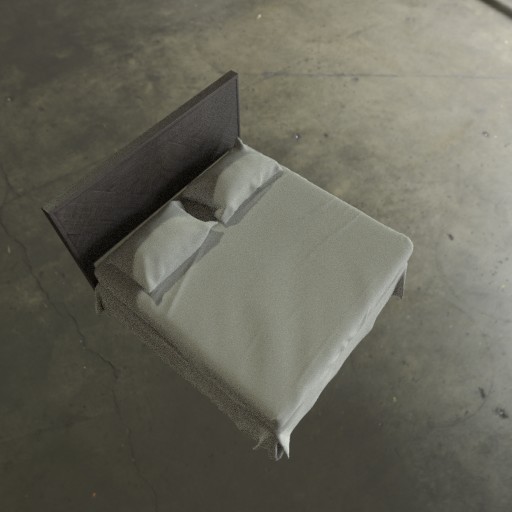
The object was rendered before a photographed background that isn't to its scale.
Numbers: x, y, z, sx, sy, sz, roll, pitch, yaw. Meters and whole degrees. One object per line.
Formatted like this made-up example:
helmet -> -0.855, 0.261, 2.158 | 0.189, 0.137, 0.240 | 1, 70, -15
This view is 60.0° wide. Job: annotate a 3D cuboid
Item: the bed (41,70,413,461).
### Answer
bed -> 0.000, 0.000, 2.954 | 1.785, 1.142, 1.772 | 34, 63, 20
